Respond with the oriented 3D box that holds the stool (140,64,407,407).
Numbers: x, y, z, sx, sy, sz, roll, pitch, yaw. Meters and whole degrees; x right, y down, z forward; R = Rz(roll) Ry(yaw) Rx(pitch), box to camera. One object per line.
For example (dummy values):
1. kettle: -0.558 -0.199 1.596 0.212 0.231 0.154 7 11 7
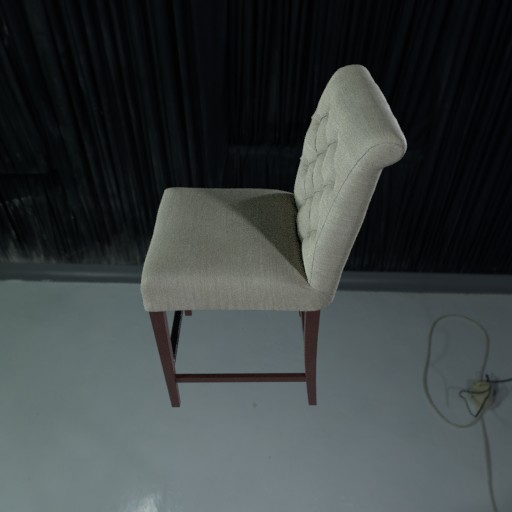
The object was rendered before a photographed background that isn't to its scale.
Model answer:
1. stool: 0.000 0.000 1.454 0.660 1.084 0.486 0 42 0
